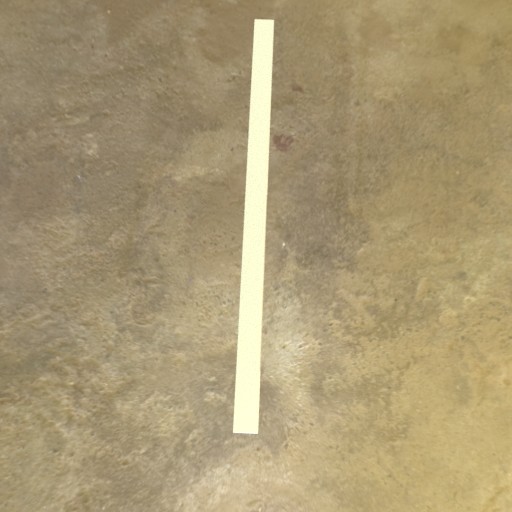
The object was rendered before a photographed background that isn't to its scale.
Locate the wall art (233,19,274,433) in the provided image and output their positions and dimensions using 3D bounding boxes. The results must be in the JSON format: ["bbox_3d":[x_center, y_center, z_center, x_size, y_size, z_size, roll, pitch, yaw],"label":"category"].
[{"bbox_3d":[0.000,0.000,0.681,0.023,0.453,0.455,2,75,1],"label":"wall art"}]
